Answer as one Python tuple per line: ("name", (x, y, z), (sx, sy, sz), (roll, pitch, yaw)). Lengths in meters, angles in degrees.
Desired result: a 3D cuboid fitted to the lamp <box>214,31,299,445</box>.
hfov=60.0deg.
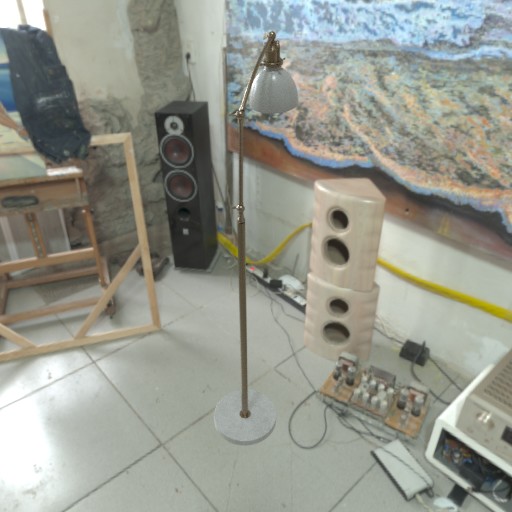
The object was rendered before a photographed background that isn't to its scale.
("lamp", (0.000, 0.000, 1.776), (0.288, 1.586, 0.599), (10, 33, 16))
